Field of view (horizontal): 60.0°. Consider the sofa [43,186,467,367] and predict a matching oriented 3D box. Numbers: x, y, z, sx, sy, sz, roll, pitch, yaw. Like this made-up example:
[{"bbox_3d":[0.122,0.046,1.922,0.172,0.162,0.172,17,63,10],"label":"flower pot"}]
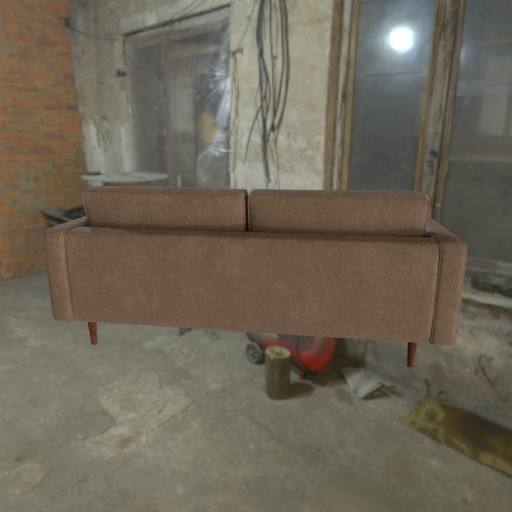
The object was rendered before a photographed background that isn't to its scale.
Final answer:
[{"bbox_3d":[0.000,0.000,2.362,1.883,0.769,0.920,2,15,8],"label":"sofa"}]
